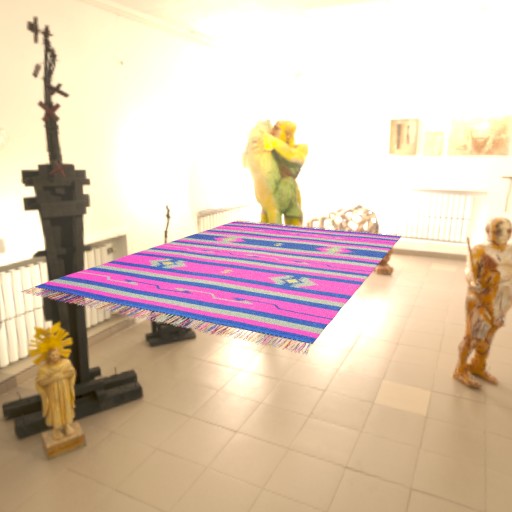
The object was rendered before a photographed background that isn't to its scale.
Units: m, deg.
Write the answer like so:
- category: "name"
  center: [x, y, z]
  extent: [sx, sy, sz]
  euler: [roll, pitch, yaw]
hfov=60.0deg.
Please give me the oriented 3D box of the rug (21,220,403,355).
- category: "rug"
  center: [0.000, 0.000, 2.916]
  extent: [1.539, 0.013, 2.350]
  euler: [7, 16, 25]
